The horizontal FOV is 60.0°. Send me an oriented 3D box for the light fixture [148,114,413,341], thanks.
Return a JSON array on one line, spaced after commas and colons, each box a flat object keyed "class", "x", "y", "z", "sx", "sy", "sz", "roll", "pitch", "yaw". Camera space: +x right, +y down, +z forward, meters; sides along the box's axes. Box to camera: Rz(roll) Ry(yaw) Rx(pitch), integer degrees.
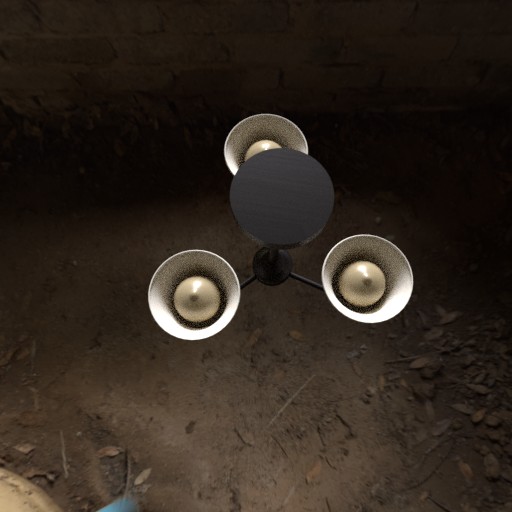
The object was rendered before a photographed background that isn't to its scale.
[{"class": "light fixture", "x": 0.000, "y": 0.000, "z": 0.682, "sx": 0.354, "sy": 0.370, "sz": 0.388, "roll": -34, "pitch": 77, "yaw": -9}]
